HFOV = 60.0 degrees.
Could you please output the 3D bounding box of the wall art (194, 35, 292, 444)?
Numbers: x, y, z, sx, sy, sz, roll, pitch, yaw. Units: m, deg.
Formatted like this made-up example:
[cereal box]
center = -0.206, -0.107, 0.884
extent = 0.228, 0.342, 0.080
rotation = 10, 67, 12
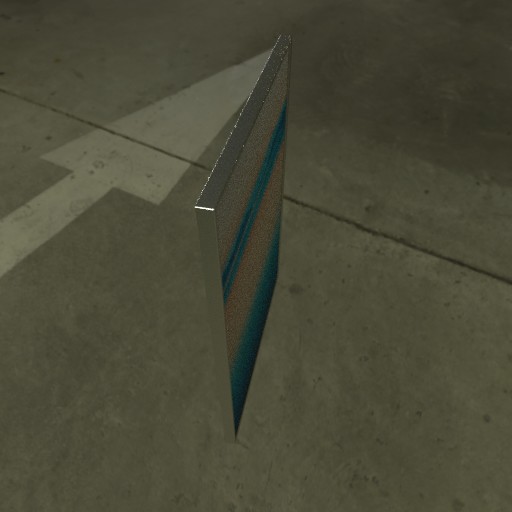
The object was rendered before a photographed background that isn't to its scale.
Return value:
[wall art]
center = 0.000, 0.000, 1.417
extent = 0.037, 1.062, 0.801
rotation = 9, 47, 9
